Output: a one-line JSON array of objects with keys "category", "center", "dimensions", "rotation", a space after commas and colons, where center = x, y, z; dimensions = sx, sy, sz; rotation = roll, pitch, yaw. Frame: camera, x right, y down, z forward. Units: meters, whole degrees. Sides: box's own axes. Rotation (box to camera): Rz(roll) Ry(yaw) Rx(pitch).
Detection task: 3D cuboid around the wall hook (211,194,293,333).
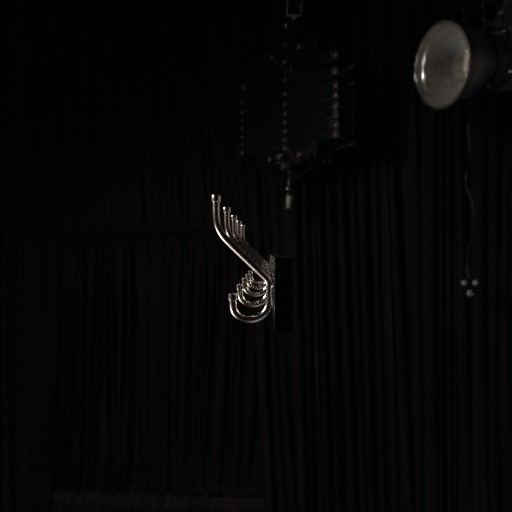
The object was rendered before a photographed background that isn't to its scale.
[{"category": "wall hook", "center": [0.000, 0.000, 0.634], "dimensions": [0.071, 0.117, 0.571], "rotation": [0, 1, 1]}]
